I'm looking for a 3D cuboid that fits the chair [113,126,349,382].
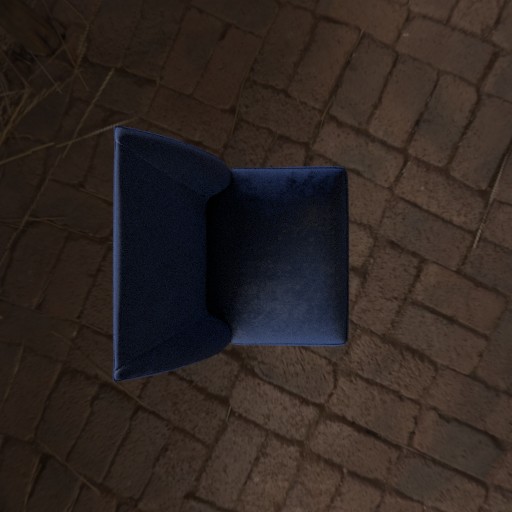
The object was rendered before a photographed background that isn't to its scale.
[{"bbox_3d":[0.000,0.000,1.223,0.522,0.863,0.508,0,89,1],"label":"chair"}]
